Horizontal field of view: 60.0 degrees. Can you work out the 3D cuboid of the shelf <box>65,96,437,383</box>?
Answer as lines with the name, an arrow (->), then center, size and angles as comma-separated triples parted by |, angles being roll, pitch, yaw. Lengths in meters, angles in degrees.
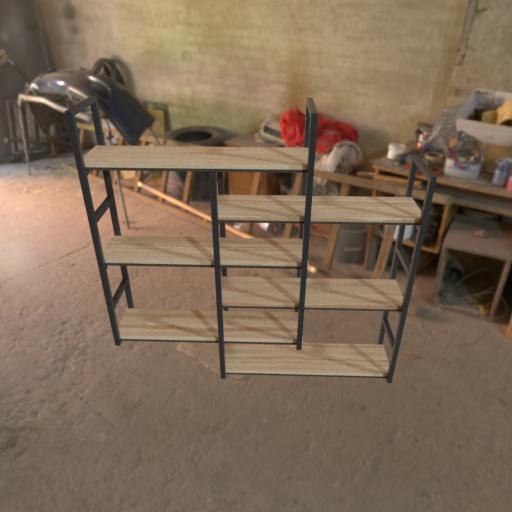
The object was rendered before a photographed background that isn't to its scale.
shelf -> 0.000, 0.000, 1.392 | 0.946, 0.921, 0.183 | 1, 31, 2
